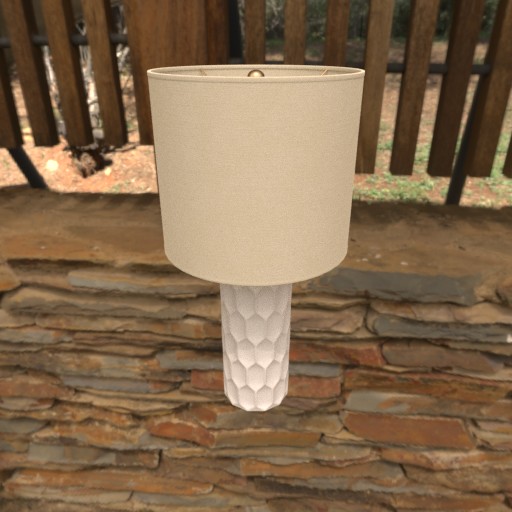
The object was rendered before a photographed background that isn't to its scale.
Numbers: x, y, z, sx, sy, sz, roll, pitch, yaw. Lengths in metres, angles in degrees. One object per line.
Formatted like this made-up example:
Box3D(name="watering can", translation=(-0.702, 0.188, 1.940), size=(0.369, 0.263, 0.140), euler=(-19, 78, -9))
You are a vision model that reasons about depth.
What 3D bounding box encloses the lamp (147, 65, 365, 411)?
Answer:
Box3D(name="lamp", translation=(0.000, 0.000, 0.691), size=(0.277, 0.537, 0.277), euler=(0, 26, 0))
